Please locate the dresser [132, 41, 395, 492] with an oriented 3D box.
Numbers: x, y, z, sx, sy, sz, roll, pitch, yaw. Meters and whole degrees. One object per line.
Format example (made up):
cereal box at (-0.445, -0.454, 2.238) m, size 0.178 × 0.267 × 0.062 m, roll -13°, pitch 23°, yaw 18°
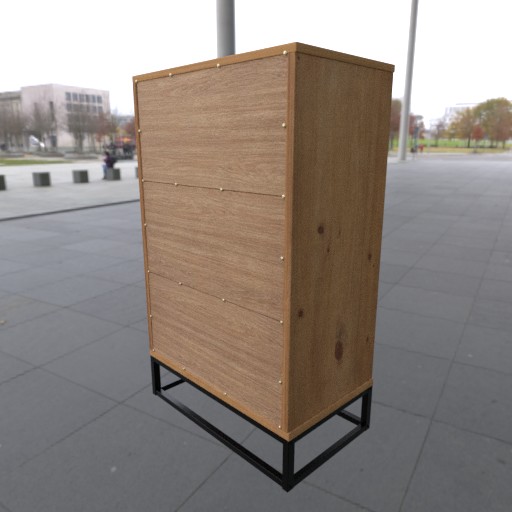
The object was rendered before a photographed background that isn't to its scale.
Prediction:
dresser at (0.000, 0.000, 1.594) m, size 0.479 × 1.240 × 0.761 m, roll -13°, pitch 19°, yaw -42°
